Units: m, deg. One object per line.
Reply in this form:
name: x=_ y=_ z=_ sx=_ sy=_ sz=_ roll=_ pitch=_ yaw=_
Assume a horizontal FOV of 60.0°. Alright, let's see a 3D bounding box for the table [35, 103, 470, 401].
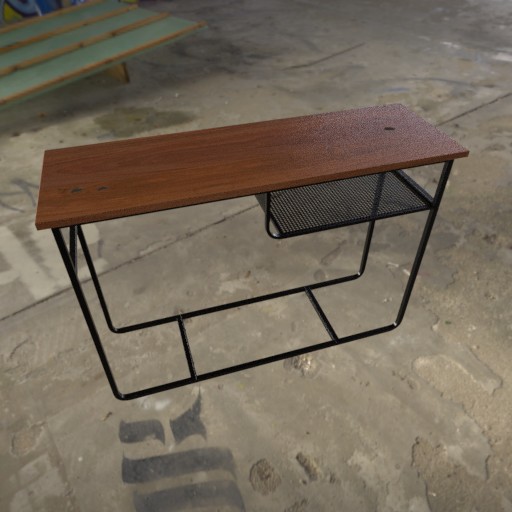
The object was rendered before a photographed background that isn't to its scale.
table: x=0.000 y=0.000 z=1.441 sx=1.100 sy=0.750 sz=0.350 roll=-12 pitch=42 yaw=-13
